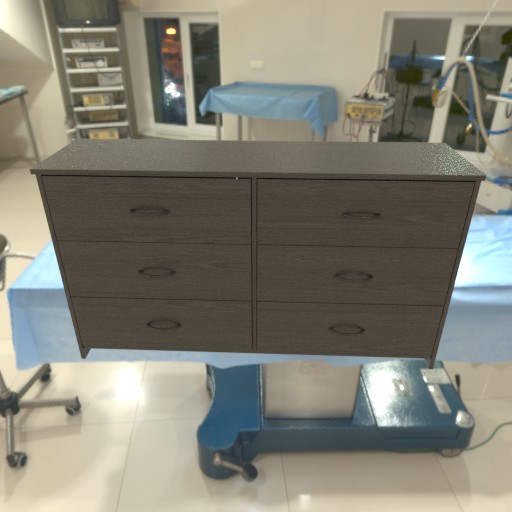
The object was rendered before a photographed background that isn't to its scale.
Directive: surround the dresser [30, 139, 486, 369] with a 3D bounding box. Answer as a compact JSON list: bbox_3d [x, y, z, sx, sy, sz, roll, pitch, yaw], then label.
[{"bbox_3d":[0.000,0.000,1.648,1.360,0.755,0.401,1,29,2],"label":"dresser"}]
